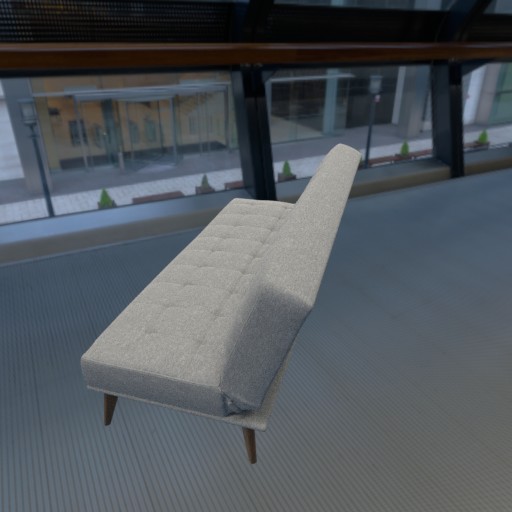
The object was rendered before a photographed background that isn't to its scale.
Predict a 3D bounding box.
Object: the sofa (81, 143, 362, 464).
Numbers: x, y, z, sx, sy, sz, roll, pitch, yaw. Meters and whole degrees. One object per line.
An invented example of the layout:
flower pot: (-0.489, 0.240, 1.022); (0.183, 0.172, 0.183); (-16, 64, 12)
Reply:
sofa: (0.000, 0.000, 2.278); (0.860, 0.810, 1.800); (8, 29, 15)
